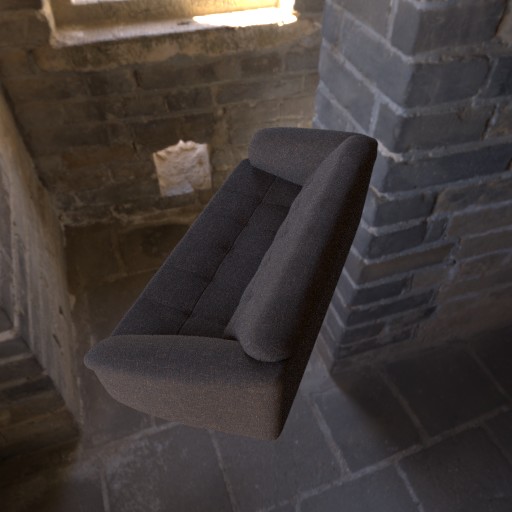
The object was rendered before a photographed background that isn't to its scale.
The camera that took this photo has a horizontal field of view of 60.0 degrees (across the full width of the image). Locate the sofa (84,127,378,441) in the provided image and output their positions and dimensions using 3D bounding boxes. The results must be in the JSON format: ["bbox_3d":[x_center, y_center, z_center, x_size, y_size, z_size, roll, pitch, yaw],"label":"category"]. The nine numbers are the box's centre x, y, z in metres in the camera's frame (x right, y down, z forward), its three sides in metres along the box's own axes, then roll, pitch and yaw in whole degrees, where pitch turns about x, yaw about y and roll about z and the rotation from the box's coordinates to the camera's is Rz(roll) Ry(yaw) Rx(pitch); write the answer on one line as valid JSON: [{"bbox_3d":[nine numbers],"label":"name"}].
[{"bbox_3d":[0.000,0.000,2.328,0.887,0.790,1.849,17,49,15],"label":"sofa"}]
